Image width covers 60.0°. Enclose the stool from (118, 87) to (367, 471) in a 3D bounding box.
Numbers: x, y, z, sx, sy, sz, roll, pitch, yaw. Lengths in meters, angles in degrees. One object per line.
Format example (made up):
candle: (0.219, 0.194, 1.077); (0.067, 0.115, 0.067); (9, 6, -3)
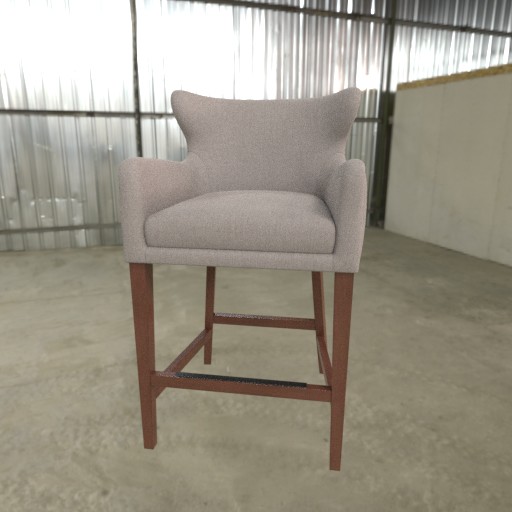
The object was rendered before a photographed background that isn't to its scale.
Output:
stool: (0.000, 0.000, 1.302); (0.575, 0.951, 0.575); (2, 16, 9)
